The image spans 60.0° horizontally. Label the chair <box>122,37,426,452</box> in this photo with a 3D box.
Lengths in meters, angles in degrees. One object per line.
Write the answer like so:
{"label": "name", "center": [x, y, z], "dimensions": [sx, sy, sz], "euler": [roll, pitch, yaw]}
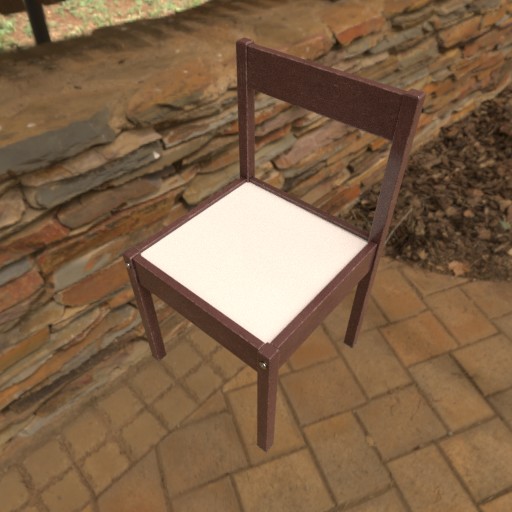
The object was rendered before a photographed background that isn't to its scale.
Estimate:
{"label": "chair", "center": [0.000, 0.000, 0.682], "dimensions": [0.285, 0.505, 0.285], "euler": [31, 52, 27]}
